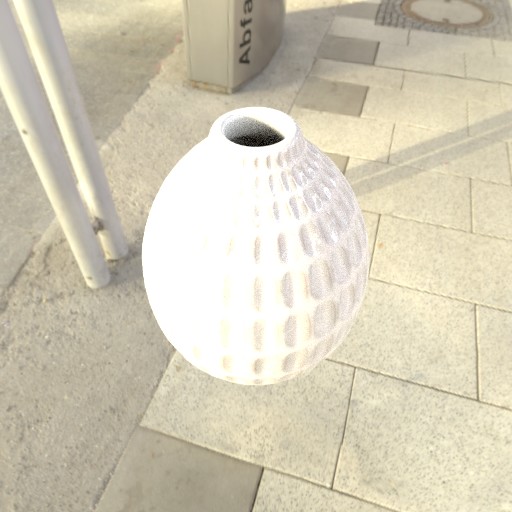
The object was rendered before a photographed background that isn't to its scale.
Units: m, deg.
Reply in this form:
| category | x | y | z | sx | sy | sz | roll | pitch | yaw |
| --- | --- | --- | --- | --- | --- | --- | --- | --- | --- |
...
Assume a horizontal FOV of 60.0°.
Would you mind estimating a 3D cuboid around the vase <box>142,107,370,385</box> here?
| category | x | y | z | sx | sy | sz | roll | pitch | yaw |
| --- | --- | --- | --- | --- | --- | --- | --- | --- | --- |
| vase | 0.000 | 0.000 | 0.255 | 0.128 | 0.167 | 0.128 | 0 | 48 | 0 |
